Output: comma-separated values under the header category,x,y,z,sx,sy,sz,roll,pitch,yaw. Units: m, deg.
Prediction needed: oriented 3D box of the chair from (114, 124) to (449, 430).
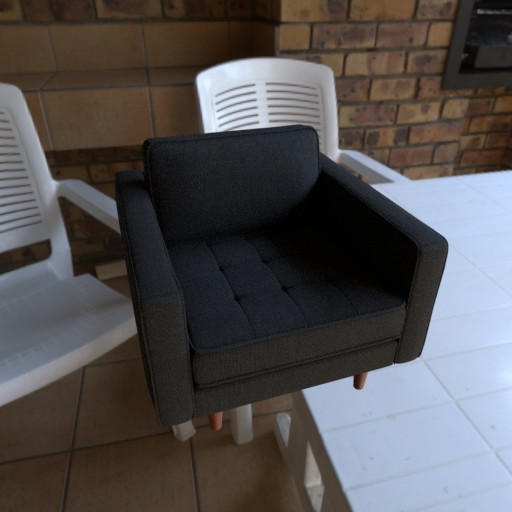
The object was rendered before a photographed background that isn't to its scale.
category,x,y,z,sx,sy,sz,roll,pitch,yaw
chair,0.000,0.000,1.598,0.899,0.770,0.919,-10,33,-16
